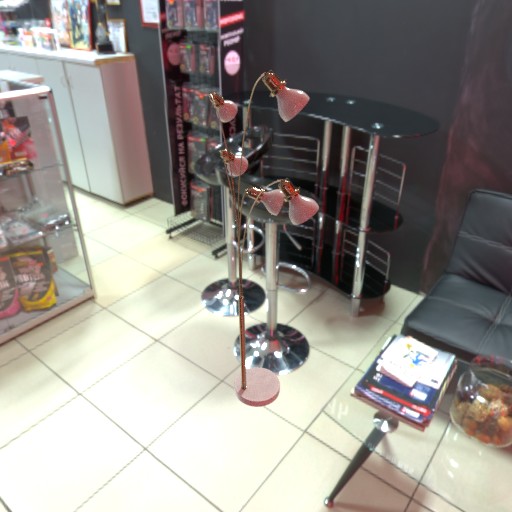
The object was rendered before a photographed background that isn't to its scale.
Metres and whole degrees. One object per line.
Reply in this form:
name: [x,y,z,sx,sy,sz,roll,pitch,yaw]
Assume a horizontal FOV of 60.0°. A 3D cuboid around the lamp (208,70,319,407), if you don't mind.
lamp: [0.000,0.000,2.938,0.361,2.423,1.405,-10,32,-16]
